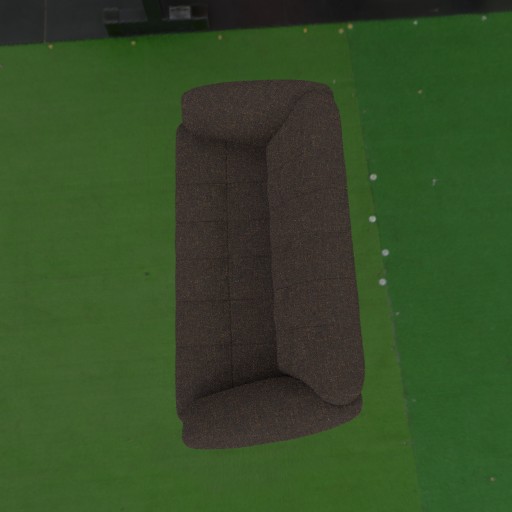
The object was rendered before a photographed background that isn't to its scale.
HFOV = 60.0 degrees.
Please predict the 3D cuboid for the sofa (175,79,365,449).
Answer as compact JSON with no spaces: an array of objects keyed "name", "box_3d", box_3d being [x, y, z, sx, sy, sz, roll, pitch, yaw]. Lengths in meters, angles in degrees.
[{"name":"sofa","box_3d":[0.000,0.000,2.372,0.887,0.790,1.849,-2,76,-1]}]
